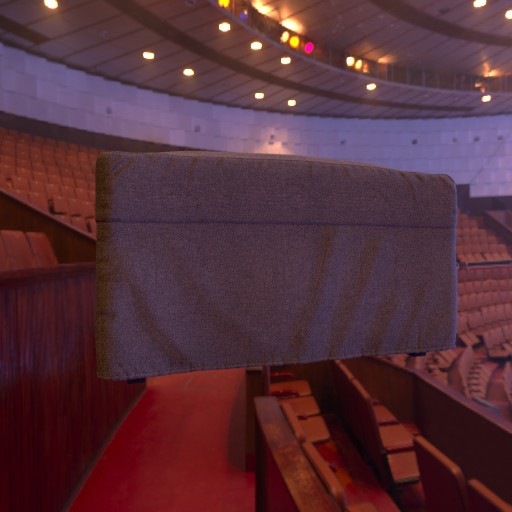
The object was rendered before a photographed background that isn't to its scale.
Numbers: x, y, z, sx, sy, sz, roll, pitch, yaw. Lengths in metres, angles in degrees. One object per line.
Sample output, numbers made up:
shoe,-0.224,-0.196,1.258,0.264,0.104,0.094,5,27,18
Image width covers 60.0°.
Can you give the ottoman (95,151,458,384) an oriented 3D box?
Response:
ottoman,0.000,0.000,1.234,0.833,0.492,0.652,0,1,-19
